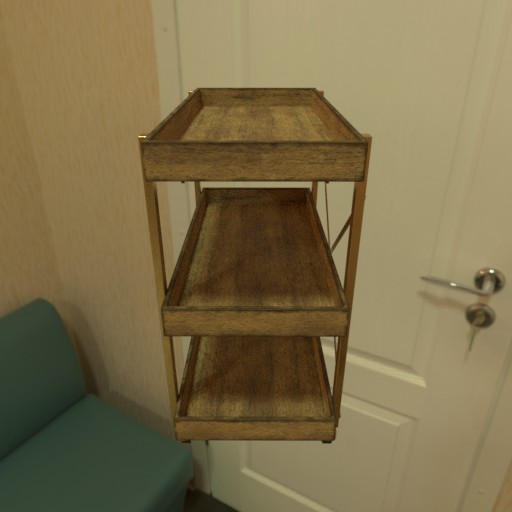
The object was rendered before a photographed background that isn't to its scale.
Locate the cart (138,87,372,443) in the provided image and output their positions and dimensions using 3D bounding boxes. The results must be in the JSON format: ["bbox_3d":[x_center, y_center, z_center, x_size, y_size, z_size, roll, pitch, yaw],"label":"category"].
[{"bbox_3d":[0.000,0.000,1.233,0.416,0.799,0.750,0,27,0],"label":"cart"}]
